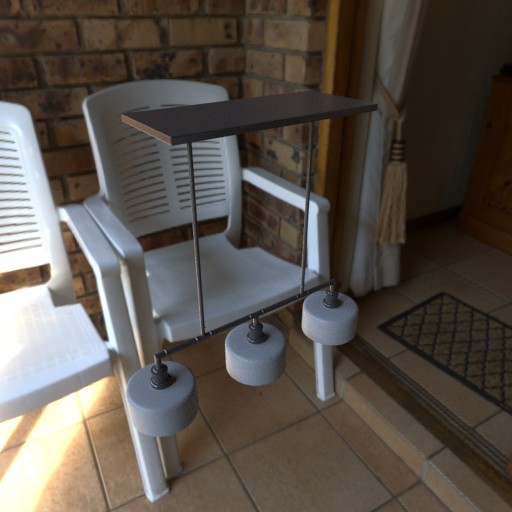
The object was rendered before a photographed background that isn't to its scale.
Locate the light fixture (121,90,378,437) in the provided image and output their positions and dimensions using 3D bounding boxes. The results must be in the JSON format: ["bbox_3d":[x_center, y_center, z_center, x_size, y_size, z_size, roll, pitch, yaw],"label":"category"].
[{"bbox_3d":[0.000,0.000,0.866,0.582,0.557,0.177,-19,34,-30],"label":"light fixture"}]
